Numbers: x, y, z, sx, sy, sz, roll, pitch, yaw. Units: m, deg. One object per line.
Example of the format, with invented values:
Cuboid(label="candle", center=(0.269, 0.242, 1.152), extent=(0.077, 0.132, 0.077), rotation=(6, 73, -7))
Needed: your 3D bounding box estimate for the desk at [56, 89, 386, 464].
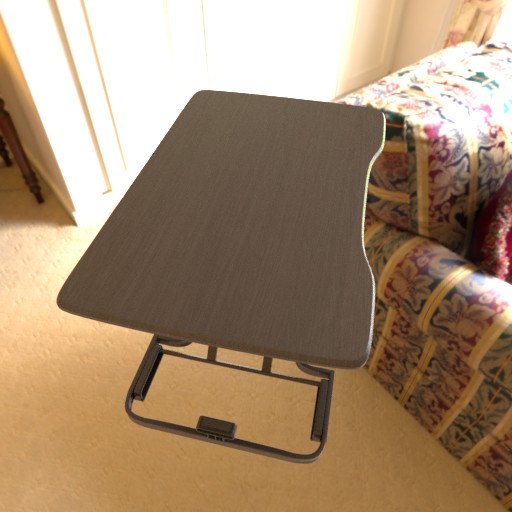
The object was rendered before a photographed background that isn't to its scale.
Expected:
Cuboid(label="desk", center=(0.000, 0.000, 1.151), extent=(0.546, 0.470, 0.820), rotation=(10, 48, 9))
